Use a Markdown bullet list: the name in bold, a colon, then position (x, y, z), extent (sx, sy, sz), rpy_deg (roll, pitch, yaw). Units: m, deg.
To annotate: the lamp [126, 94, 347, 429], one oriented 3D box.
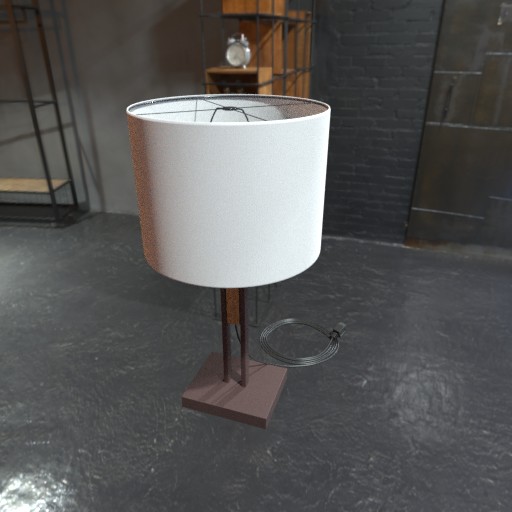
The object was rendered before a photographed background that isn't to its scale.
- **lamp**: position (0.000, 0.000, 1.001), extent (0.396, 0.668, 0.525), rpy_deg (9, 27, 17)
